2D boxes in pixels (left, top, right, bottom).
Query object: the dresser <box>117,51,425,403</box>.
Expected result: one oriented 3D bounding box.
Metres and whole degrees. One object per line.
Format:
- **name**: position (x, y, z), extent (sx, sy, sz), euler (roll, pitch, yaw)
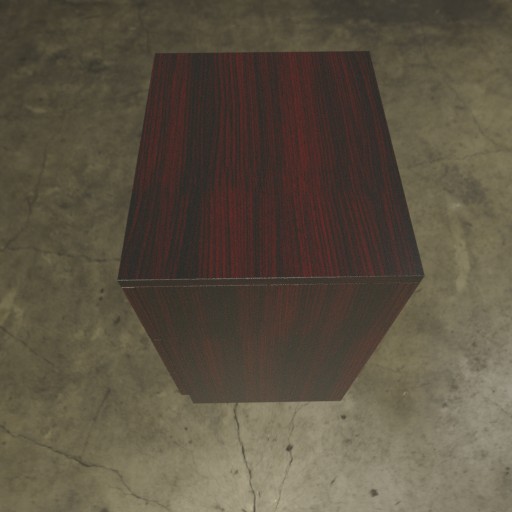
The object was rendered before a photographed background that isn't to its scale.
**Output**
- **dresser**: position (0.000, 0.000, 0.823), extent (0.360, 0.560, 0.400), euler (-1, 58, -1)
